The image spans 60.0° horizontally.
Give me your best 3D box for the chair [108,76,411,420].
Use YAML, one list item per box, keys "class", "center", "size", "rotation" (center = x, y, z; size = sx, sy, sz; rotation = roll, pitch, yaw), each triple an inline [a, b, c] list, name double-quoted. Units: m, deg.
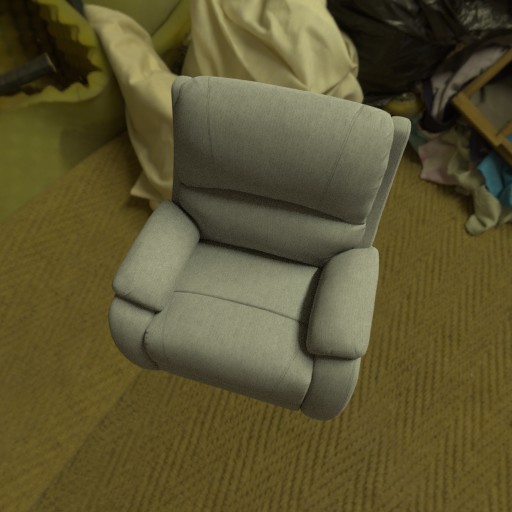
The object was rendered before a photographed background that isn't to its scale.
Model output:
- class: "chair"
  center: [0.000, 0.000, 1.703]
  size: [0.930, 1.011, 0.899]
  rotation: [14, 59, 8]
